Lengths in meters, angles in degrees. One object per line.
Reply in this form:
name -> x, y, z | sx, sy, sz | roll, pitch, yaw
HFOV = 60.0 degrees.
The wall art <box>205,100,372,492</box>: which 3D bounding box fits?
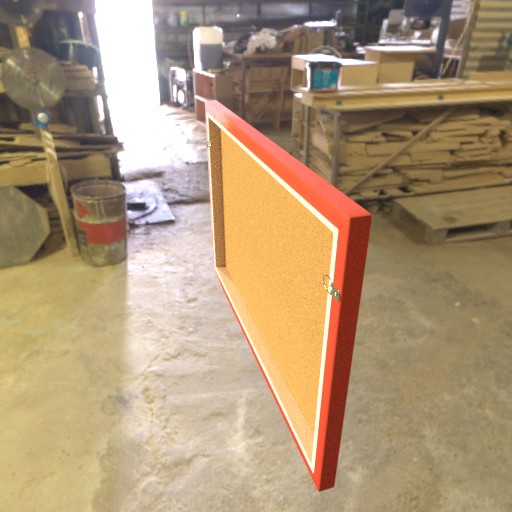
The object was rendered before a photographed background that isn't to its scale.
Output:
wall art -> 0.000, 0.000, 1.129 | 0.040, 0.609, 0.913 | -9, 31, -16
